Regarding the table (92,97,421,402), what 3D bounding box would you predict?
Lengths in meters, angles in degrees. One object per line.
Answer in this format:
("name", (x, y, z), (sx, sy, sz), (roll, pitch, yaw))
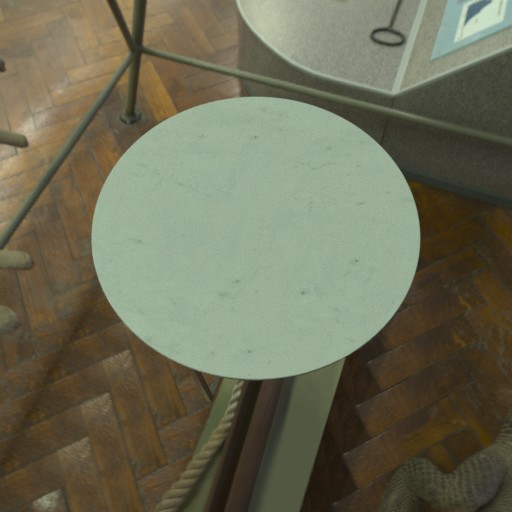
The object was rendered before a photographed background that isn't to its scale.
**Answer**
("table", (0.000, 0.000, 1.292), (0.800, 0.450, 0.800), (0, 63, 0))
